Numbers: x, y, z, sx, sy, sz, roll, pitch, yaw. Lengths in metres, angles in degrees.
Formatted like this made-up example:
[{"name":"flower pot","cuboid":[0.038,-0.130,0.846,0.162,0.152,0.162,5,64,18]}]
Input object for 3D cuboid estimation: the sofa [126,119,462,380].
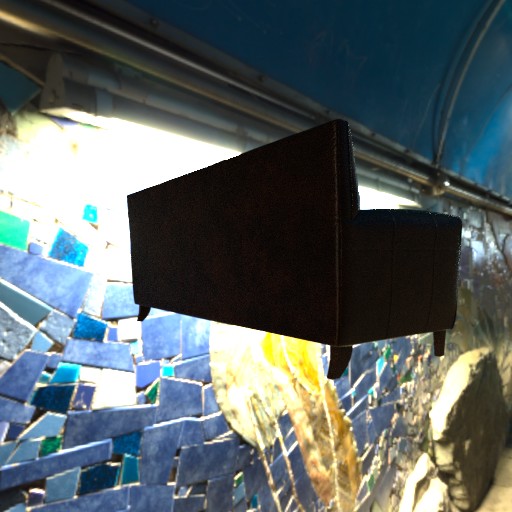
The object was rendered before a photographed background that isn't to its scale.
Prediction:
[{"name":"sofa","cuboid":[0.000,0.000,2.457,0.786,0.871,1.995,1,-1,-35]}]
